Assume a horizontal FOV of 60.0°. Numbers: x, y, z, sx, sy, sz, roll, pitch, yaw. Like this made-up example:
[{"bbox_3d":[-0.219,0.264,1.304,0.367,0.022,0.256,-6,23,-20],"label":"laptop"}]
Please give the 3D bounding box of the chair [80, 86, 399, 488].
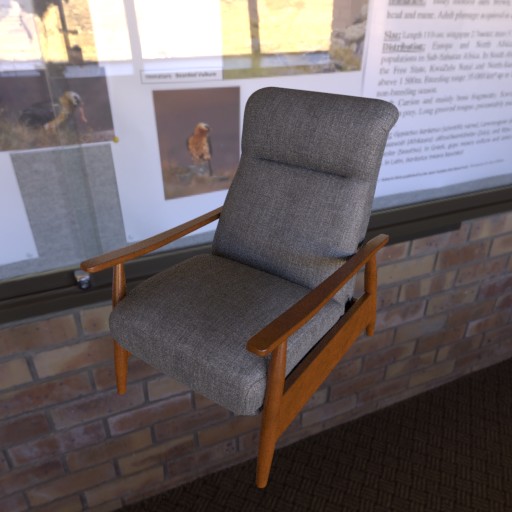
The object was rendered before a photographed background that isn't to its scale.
[{"bbox_3d":[0.000,0.000,1.724,0.762,1.082,1.030,19,35,30],"label":"chair"}]
